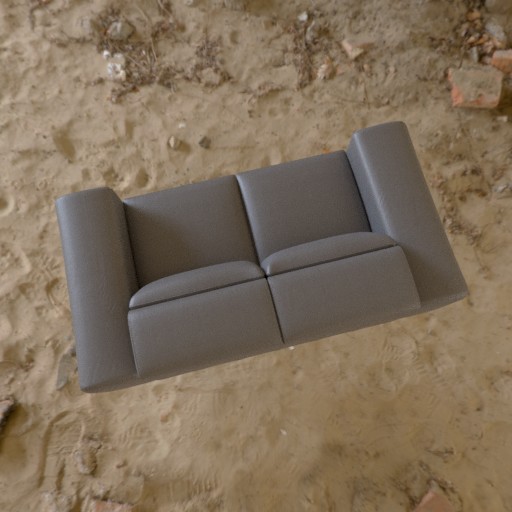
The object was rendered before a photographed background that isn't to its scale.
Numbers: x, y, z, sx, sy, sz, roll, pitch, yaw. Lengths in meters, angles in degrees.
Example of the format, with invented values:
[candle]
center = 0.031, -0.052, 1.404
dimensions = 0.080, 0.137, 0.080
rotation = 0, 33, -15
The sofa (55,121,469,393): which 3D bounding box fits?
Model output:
[sofa]
center = 0.000, 0.000, 2.415
dimensions = 1.930, 0.753, 1.024
rotation = -13, 75, -4
